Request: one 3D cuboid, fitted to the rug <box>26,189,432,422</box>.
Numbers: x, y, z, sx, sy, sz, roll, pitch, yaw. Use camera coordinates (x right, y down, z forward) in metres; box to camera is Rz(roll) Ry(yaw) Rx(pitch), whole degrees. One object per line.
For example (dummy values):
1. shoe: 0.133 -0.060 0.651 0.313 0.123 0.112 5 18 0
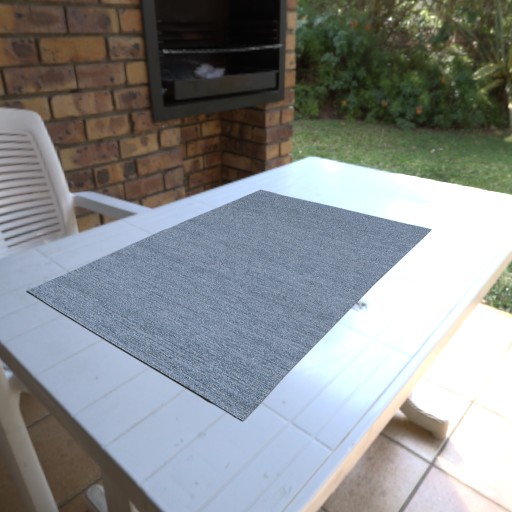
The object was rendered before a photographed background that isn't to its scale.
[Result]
1. rug: 0.000 0.000 2.982 1.616 0.030 2.338 19 32 32
